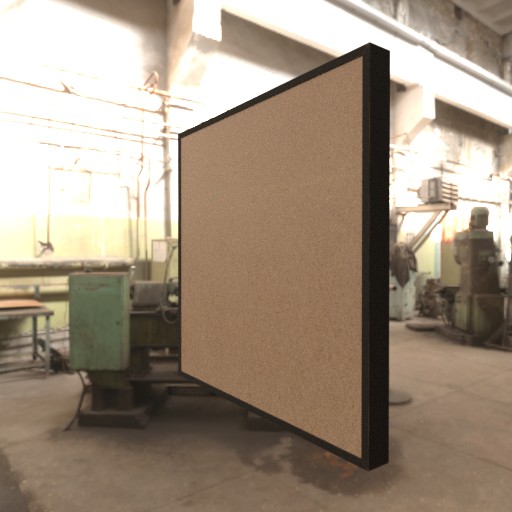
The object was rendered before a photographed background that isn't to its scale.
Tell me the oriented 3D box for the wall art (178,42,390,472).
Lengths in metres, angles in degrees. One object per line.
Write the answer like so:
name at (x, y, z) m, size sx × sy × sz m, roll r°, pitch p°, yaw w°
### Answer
wall art at (0.000, 0.000, 0.740) m, size 0.038 × 0.508 × 0.508 m, roll 0°, pitch 1°, yaw -36°
